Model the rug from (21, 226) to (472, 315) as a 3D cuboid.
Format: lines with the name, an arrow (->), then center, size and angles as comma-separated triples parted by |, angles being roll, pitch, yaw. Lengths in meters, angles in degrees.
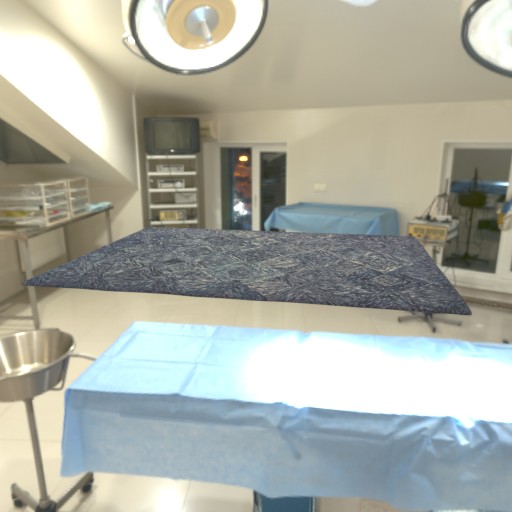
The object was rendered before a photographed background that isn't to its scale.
rug -> 0.000, 0.000, 4.202 | 3.245, 0.024, 2.385 | 3, 15, 10
